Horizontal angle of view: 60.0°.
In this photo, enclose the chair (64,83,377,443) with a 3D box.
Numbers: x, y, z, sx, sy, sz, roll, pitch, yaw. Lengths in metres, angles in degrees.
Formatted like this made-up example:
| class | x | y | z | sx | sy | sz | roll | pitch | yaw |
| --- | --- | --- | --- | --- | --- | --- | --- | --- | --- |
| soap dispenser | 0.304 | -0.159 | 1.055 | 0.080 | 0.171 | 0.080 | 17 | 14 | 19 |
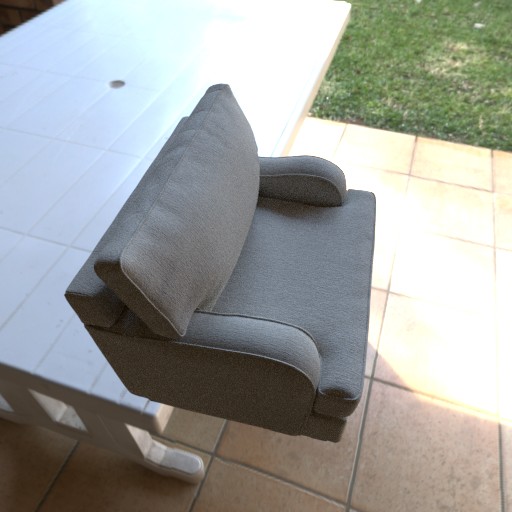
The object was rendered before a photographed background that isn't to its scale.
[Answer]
| class | x | y | z | sx | sy | sz | roll | pitch | yaw |
| --- | --- | --- | --- | --- | --- | --- | --- | --- | --- |
| chair | 0.000 | 0.000 | 1.988 | 1.041 | 1.016 | 1.220 | 10 | 48 | 9 |
